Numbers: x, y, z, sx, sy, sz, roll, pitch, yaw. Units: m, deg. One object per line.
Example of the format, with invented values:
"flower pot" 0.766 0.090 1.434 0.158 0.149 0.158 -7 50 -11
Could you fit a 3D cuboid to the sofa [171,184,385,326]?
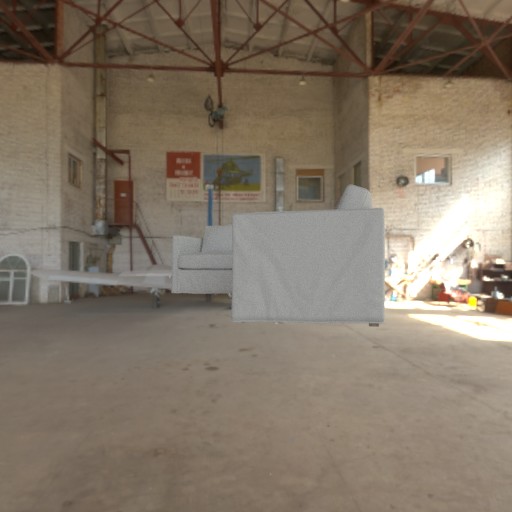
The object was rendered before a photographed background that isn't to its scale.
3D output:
"sofa" 0.000 0.000 4.371 2.432 0.871 3.182 0 -1 16
